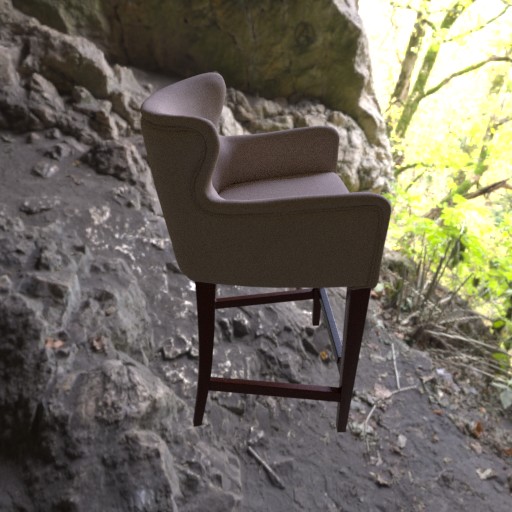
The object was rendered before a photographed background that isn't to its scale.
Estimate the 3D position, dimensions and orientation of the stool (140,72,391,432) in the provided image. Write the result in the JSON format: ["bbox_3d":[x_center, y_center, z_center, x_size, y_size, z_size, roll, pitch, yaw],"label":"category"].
[{"bbox_3d":[0.000,0.000,1.332,0.570,0.951,0.601,-1,31,-2],"label":"stool"}]
